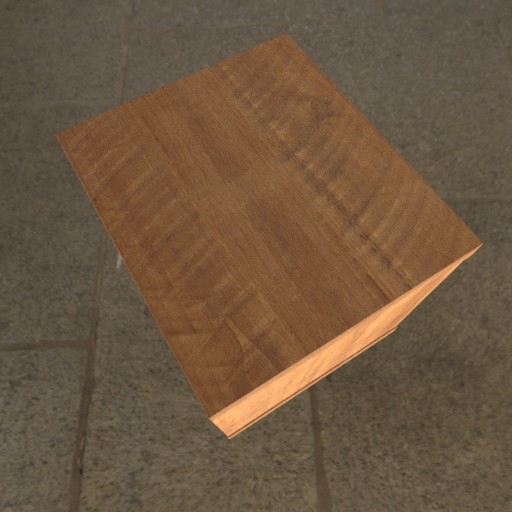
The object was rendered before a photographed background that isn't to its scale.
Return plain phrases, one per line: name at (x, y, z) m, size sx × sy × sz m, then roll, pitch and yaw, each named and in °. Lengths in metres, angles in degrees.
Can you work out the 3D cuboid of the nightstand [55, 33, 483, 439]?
nightstand at (0.000, 0.000, 0.870) m, size 0.436 × 0.491 × 0.493 m, roll -29°, pitch 68°, yaw -13°
